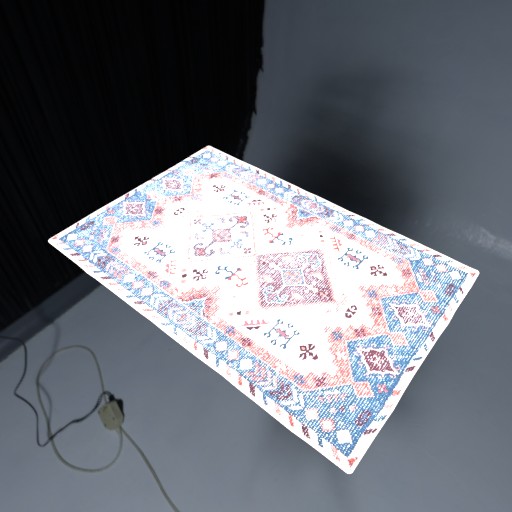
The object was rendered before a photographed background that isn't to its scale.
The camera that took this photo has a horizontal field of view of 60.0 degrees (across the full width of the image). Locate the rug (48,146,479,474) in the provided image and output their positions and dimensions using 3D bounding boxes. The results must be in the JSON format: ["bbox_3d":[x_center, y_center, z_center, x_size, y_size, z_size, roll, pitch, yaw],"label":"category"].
[{"bbox_3d":[0.000,0.000,2.245,1.840,0.015,1.225,30,52,27],"label":"rug"}]
